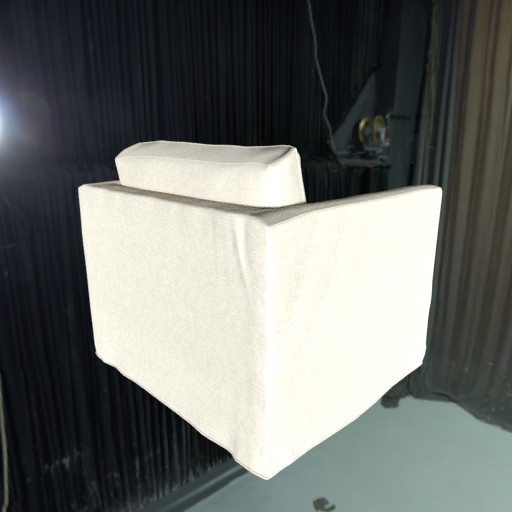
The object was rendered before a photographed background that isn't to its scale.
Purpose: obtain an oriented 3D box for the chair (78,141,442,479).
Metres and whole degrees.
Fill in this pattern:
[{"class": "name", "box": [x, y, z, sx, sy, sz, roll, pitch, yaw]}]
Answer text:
[{"class": "chair", "box": [0.000, 0.000, 1.724, 0.949, 0.867, 1.057, -15, 21, -43]}]
